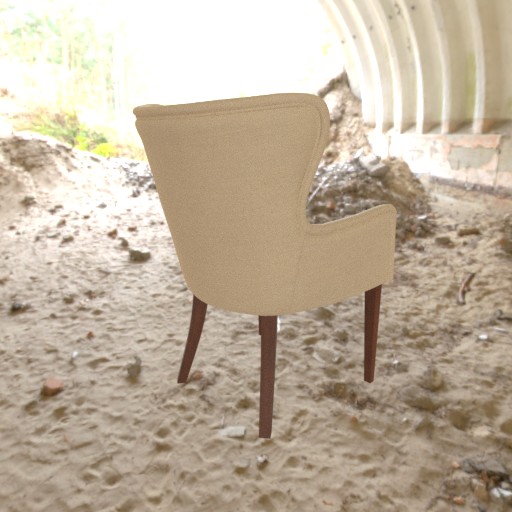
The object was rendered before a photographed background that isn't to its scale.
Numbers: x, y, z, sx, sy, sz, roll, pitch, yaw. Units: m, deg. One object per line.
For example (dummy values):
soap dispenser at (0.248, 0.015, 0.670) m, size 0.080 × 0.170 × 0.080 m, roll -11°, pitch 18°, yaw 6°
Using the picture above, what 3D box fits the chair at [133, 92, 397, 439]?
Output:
chair at (0.000, 0.000, 1.504) m, size 0.744 × 0.990 × 0.696 m, roll -15°, pitch 21°, yaw -43°
